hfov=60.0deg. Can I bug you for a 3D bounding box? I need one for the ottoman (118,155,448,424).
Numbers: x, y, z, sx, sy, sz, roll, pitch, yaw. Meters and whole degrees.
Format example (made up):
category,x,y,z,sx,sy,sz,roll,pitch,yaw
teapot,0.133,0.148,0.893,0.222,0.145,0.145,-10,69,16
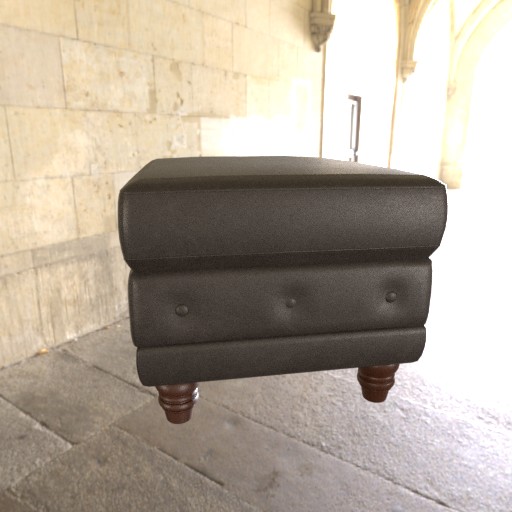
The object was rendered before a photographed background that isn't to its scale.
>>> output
category,x,y,z,sx,sy,sz,roll,pitch,yaw
ottoman,0.000,0.000,1.170,0.590,0.498,0.795,-3,15,-10
